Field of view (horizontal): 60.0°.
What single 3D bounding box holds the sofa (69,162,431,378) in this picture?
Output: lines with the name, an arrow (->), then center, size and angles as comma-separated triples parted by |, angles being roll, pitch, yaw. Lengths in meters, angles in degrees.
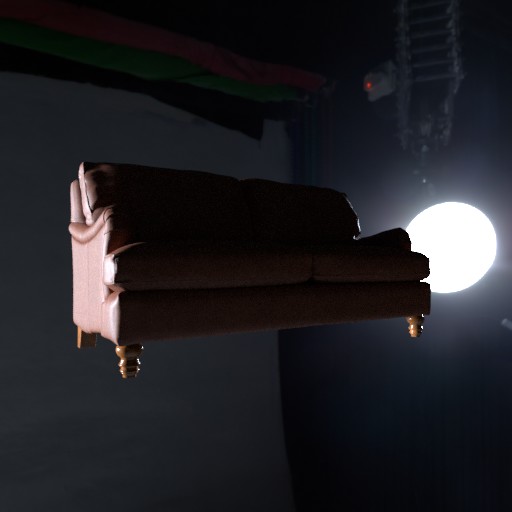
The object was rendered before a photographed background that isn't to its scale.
sofa -> 0.000, 0.000, 2.843 | 2.144, 1.071, 1.147 | 1, -1, -34
